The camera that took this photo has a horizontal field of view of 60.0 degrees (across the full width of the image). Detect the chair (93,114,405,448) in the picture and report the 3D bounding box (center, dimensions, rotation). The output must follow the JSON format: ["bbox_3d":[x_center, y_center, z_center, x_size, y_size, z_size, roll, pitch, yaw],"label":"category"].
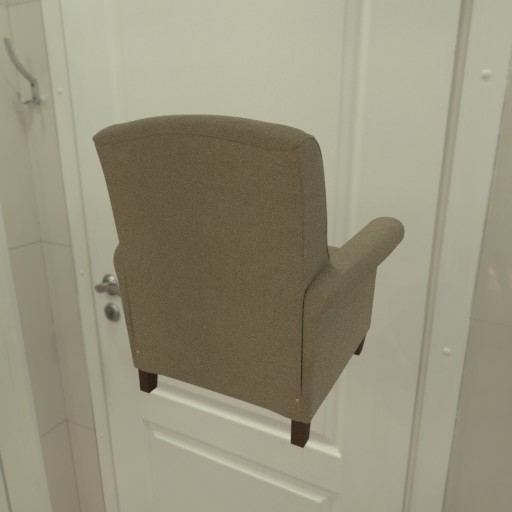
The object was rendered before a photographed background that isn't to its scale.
[{"bbox_3d":[0.000,0.000,1.764,0.978,1.061,0.905,9,19,27],"label":"chair"}]
